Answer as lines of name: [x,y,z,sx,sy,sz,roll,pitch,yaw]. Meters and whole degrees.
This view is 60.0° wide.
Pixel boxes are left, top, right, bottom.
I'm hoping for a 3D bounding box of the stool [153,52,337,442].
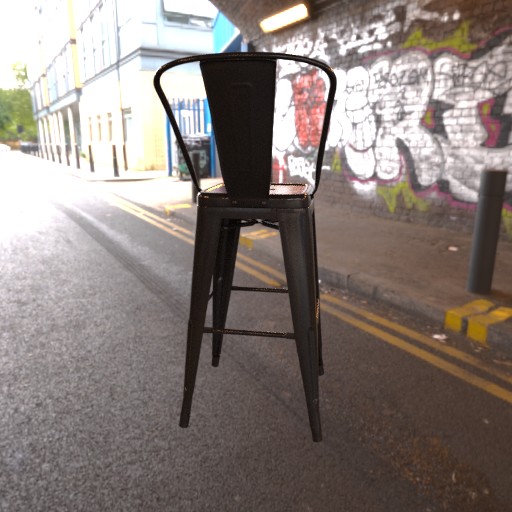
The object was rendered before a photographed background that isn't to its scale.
stool: [0.000,0.000,1.307,0.432,1.022,0.528,2,15,9]
